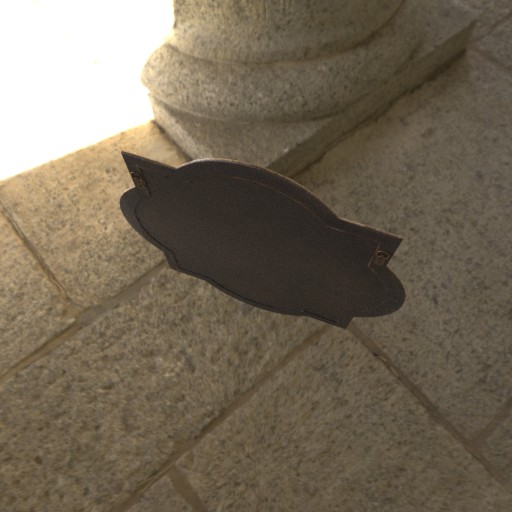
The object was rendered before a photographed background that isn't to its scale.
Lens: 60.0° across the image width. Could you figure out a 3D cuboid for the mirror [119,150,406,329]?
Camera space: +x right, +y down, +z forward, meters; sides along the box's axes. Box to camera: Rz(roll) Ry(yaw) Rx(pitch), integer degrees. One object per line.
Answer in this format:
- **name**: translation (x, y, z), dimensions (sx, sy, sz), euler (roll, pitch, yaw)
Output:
- **mirror**: translation (0.000, 0.000, 1.056), dimensions (0.686, 0.686, 0.019), euler (18, 66, 9)
